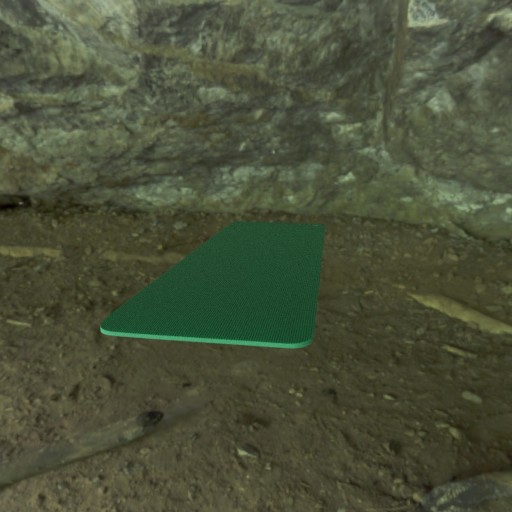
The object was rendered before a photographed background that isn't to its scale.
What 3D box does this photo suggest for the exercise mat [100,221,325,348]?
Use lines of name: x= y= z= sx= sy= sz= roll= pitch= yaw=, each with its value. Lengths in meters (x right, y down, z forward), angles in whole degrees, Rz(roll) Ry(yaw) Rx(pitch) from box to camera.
exercise mat: x=0.000 y=0.000 z=2.091 sx=0.616 sy=0.021 sz=1.869 roll=2 pitch=14 yaw=9
